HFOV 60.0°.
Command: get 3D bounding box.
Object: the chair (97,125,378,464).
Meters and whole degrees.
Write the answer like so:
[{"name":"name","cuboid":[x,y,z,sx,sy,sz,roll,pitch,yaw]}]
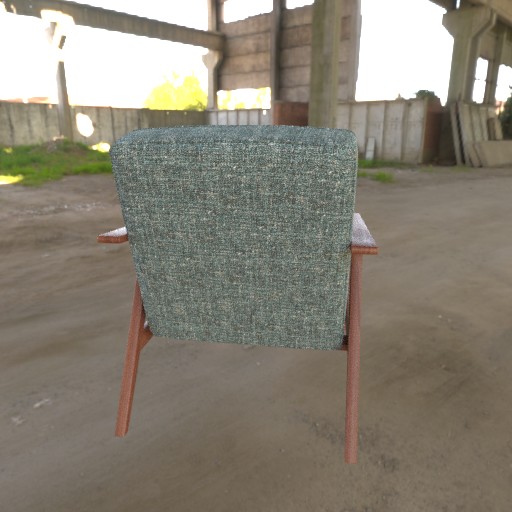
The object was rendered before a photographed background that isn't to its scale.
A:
[{"name":"chair","cuboid":[0.000,0.000,1.526,0.719,0.864,0.889,3,17,9]}]
